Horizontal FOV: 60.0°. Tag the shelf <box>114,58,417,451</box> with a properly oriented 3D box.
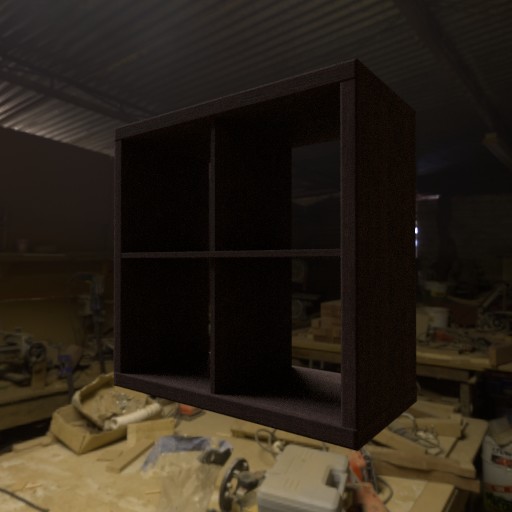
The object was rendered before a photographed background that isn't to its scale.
[{"bbox_3d":[0.000,0.000,1.277,0.790,0.786,0.390,-1,-1,36],"label":"shelf"}]
